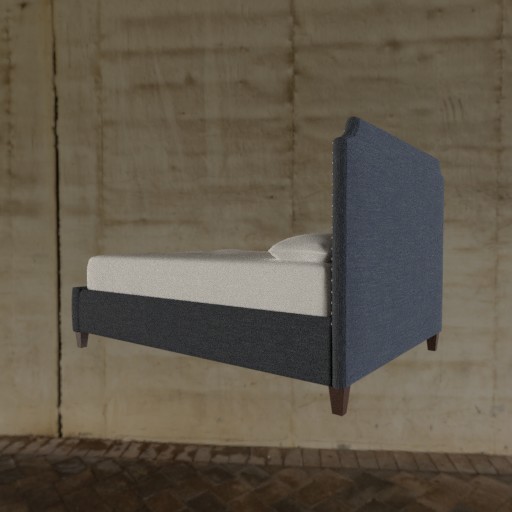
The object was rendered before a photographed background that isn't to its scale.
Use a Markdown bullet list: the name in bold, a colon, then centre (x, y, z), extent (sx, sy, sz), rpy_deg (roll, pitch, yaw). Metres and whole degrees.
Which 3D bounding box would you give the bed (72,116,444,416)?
- **bed**: centre (0.000, 0.000, 3.419), extent (2.372, 1.443, 1.713), rpy_deg (1, 2, 37)
